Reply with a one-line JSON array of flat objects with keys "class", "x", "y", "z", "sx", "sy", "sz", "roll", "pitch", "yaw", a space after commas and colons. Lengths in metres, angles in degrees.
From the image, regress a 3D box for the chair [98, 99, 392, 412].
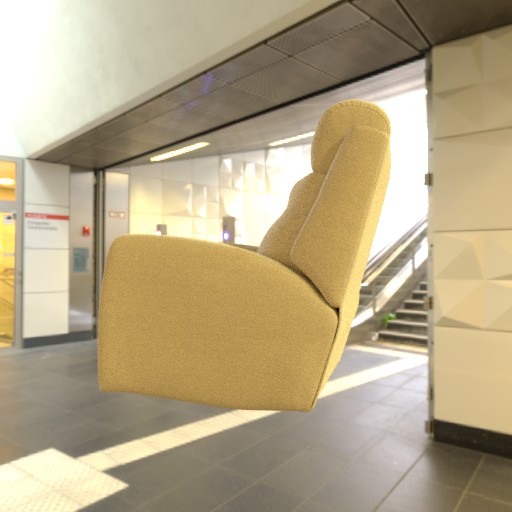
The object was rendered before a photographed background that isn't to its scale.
[{"class": "chair", "x": 0.000, "y": 0.000, "z": 1.774, "sx": 1.043, "sy": 1.013, "sz": 0.798, "roll": 0, "pitch": -1, "yaw": 17}]
